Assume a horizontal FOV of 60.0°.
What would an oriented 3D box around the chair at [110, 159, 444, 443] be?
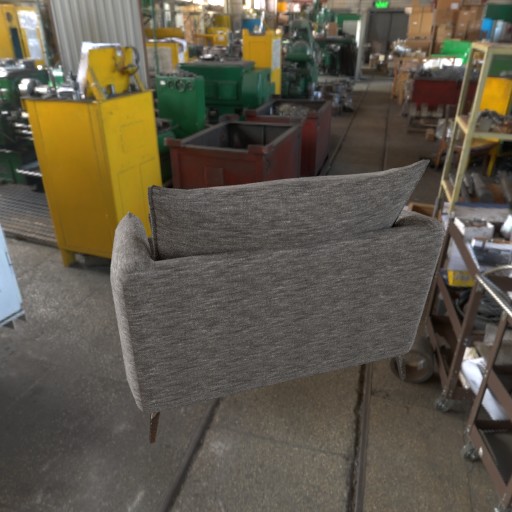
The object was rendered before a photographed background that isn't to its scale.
[{"bbox_3d":[0.000,0.000,1.618,1.004,0.842,0.805,-8,29,-16],"label":"chair"}]
